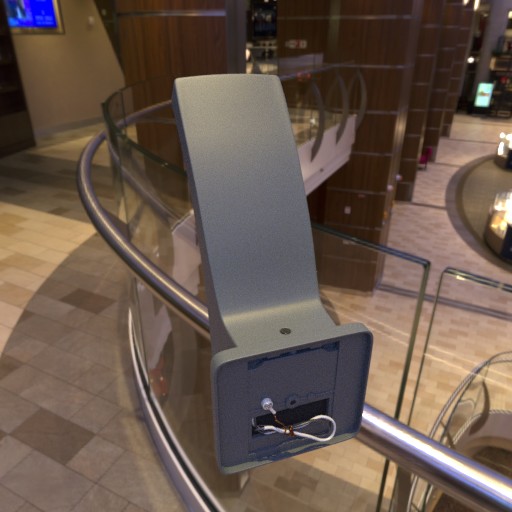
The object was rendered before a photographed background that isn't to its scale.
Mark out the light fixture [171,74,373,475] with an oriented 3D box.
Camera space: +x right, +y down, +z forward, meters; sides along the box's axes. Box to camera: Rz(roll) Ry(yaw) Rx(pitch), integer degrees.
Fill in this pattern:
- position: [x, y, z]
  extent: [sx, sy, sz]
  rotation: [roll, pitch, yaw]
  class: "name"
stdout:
- position: [0.000, 0.000, 0.332]
  extent: [0.108, 0.243, 0.174]
  rotation: [-9, 28, -17]
  class: "light fixture"
